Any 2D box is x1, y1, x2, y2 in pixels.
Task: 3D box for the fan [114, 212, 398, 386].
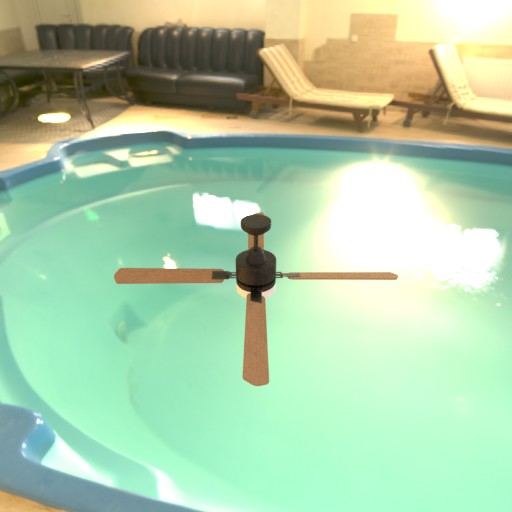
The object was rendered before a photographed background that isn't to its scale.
[{"bbox_3d":[0.000,0.000,2.006,1.320,0.355,1.320,0,32,0],"label":"fan"}]
